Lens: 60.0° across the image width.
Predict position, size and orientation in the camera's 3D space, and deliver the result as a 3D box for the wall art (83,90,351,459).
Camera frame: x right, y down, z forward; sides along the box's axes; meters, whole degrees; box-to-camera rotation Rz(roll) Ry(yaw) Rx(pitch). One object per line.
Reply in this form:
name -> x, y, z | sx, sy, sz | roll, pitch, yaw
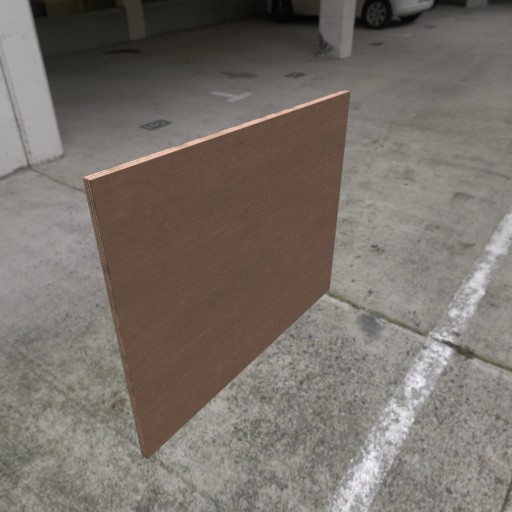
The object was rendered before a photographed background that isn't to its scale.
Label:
wall art -> 0.000, 0.000, 0.681 | 0.012, 0.408, 0.508 | 22, 37, 31
